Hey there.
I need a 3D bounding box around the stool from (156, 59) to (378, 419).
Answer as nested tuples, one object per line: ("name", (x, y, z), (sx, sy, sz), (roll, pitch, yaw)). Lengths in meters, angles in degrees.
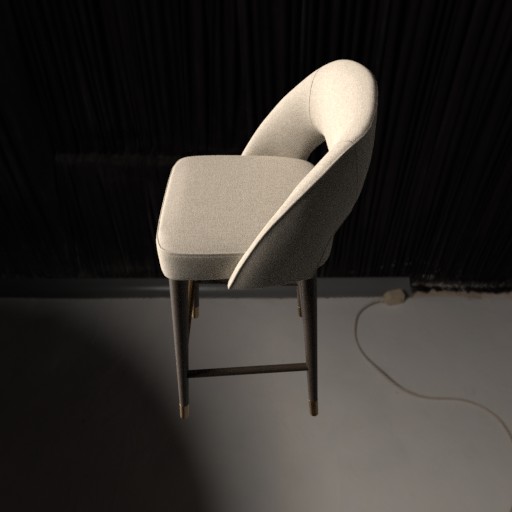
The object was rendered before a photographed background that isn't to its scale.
("stool", (0.000, 0.000, 1.288), (0.509, 1.037, 0.494), (-1, 42, -1))
